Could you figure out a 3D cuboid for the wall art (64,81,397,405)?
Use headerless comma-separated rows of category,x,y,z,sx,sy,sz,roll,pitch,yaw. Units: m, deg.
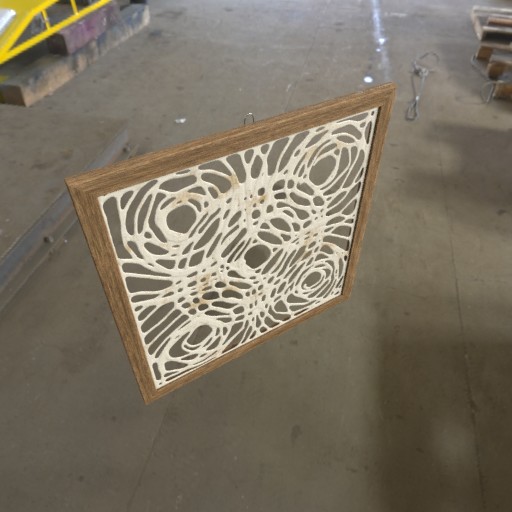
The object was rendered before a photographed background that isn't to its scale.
wall art,0.000,0.000,0.849,0.561,0.576,0.021,-23,49,-22
